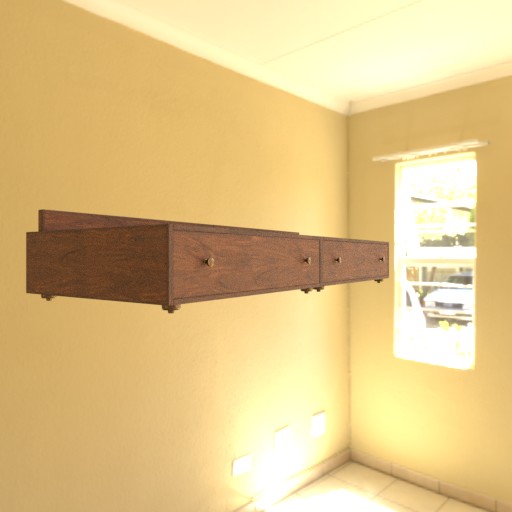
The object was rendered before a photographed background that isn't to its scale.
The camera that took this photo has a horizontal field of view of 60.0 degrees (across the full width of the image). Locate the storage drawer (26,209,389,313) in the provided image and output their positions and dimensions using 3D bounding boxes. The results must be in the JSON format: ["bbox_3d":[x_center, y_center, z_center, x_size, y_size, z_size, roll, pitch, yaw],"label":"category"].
[{"bbox_3d":[0.000,0.000,2.231,0.774,0.339,1.914,0,0,35],"label":"storage drawer"}]
